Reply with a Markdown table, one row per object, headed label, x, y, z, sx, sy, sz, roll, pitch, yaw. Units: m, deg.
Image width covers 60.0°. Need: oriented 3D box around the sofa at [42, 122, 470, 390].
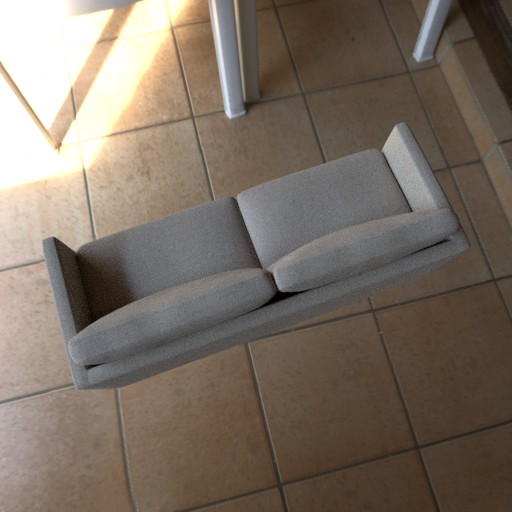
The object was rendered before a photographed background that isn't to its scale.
| label | x | y | z | sx | sy | sz | roll | pitch | yaw |
| --- | --- | --- | --- | --- | --- | --- | --- | --- | --- |
| sofa | 0.000 | 0.000 | 2.900 | 2.434 | 0.965 | 0.951 | -19 | 75 | -5 |
